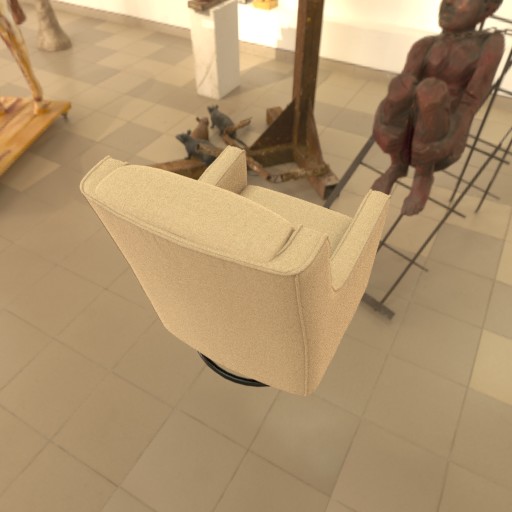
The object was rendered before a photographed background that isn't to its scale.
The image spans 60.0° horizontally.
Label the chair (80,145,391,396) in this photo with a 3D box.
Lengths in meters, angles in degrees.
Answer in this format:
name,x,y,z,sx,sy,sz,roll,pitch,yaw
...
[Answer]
name,x,y,z,sx,sy,sz,roll,pitch,yaw
chair,0.000,0.000,1.645,0.732,0.993,0.879,22,50,20
